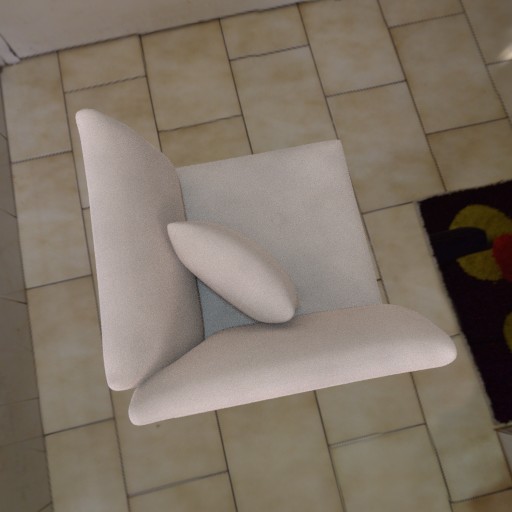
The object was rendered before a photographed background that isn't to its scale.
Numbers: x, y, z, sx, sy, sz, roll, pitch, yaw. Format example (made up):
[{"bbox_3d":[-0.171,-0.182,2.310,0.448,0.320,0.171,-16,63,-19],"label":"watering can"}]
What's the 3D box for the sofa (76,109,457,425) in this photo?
[{"bbox_3d":[0.000,0.000,1.701,1.000,0.820,1.000,-11,77,-2],"label":"sofa"}]
